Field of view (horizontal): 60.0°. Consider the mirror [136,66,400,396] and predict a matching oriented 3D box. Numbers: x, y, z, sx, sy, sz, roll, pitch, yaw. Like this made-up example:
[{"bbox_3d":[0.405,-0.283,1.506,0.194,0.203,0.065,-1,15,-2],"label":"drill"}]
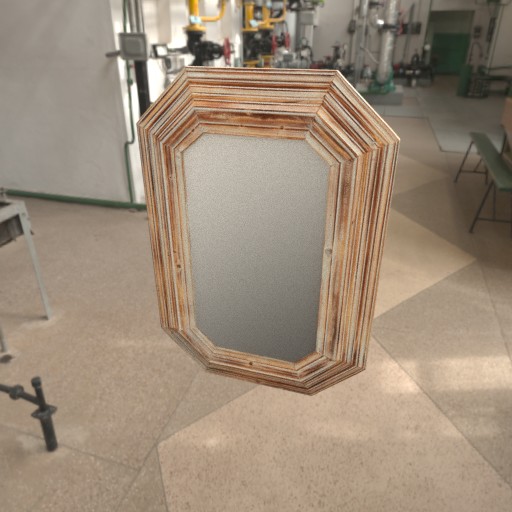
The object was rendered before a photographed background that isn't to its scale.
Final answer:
[{"bbox_3d":[0.000,0.000,1.302,0.709,1.015,0.061,8,29,15],"label":"mirror"}]
